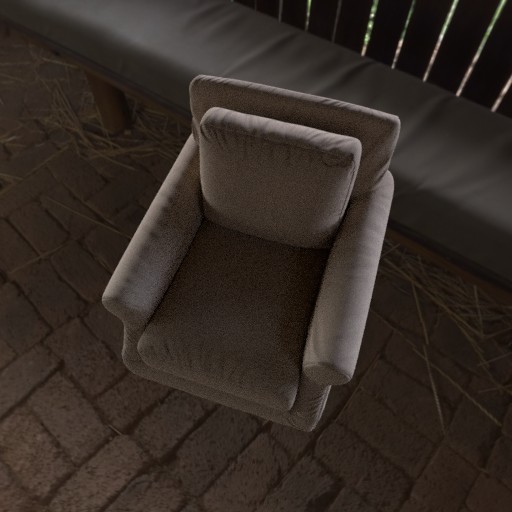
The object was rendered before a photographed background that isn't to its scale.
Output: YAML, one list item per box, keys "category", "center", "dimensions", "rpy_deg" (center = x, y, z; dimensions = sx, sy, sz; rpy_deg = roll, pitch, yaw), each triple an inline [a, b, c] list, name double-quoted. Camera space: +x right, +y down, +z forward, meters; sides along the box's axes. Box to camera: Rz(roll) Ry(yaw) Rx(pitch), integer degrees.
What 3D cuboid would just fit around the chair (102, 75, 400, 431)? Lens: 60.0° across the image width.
- category: "chair"
  center: [0.000, 0.000, 1.791]
  dimensions: [0.940, 0.866, 1.066]
  rpy_deg: [15, 59, 9]
